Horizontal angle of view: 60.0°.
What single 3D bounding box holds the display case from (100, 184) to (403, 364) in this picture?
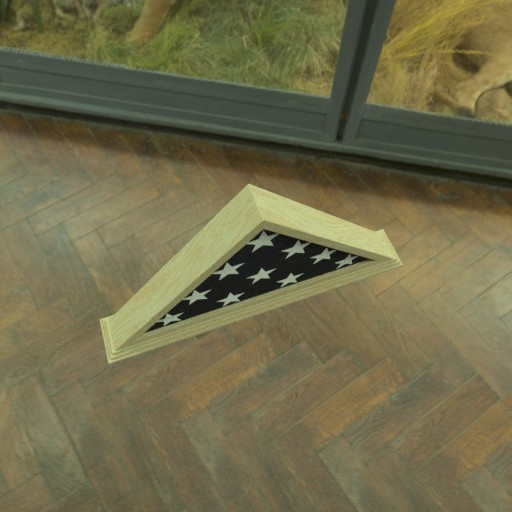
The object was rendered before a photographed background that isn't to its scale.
[{"bbox_3d":[0.000,0.000,0.781,0.640,0.340,0.095,-17,64,-9],"label":"display case"}]
